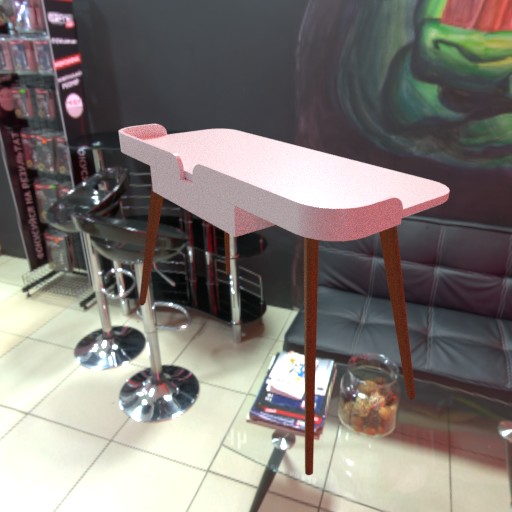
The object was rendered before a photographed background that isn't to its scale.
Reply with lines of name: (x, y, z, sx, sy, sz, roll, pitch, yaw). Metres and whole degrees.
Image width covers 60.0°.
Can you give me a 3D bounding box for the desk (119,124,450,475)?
desk: (0.000, 0.000, 1.643, 0.534, 0.807, 1.206, -19, 32, -33)
